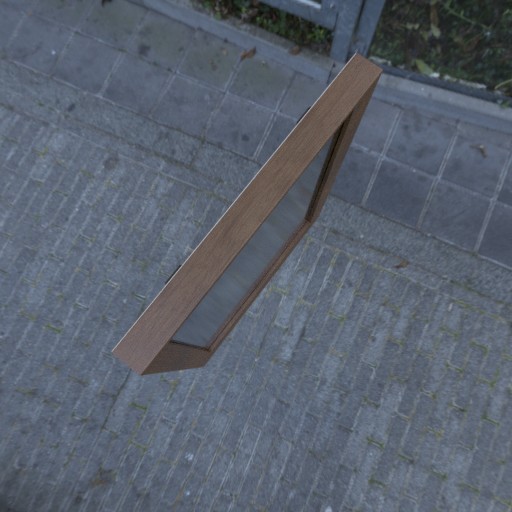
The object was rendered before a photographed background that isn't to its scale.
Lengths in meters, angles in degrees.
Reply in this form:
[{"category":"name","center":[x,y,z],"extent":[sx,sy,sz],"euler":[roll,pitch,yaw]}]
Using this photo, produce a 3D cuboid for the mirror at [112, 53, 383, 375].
[{"category":"mirror","center":[0.000,0.000,0.695],"extent":[0.041,0.508,0.405],"euler":[37,79,8]}]
